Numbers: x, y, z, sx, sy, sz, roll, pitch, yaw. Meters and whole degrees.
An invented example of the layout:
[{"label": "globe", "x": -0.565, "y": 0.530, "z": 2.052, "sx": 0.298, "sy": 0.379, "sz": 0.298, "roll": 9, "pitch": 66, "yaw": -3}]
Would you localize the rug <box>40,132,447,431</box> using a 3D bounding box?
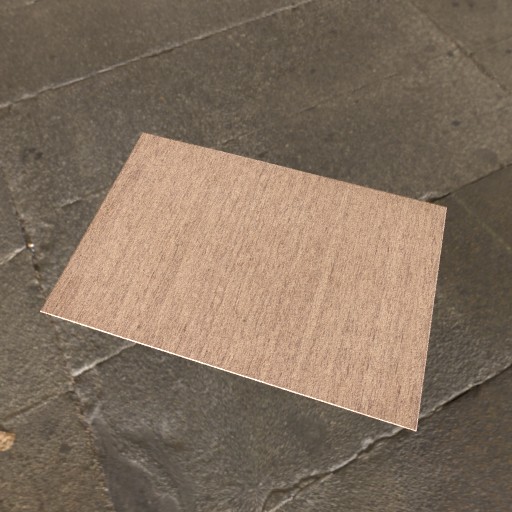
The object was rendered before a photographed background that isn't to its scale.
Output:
[{"label": "rug", "x": 0.000, "y": 0.000, "z": 2.325, "sx": 1.840, "sy": 0.013, "sz": 1.225, "roll": 16, "pitch": 63, "yaw": 8}]
